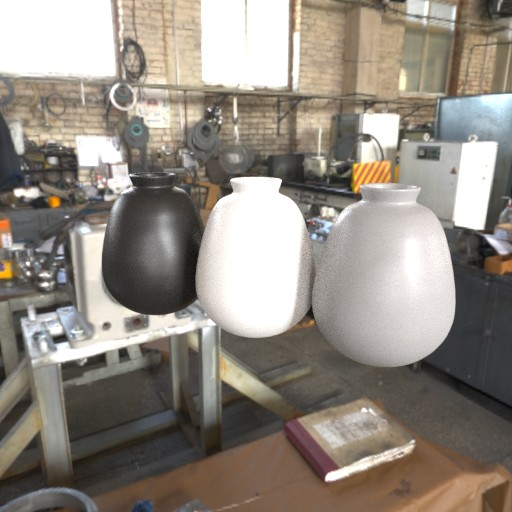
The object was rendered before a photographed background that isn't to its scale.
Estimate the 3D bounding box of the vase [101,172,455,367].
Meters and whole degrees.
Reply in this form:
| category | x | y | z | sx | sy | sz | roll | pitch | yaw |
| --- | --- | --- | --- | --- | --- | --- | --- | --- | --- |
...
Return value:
| category | x | y | z | sx | sy | sz | roll | pitch | yaw |
| --- | --- | --- | --- | --- | --- | --- | --- | --- | --- |
| vase | 0.000 | 0.000 | 0.355 | 0.297 | 0.122 | 0.097 | 8 | 17 | 26 |
